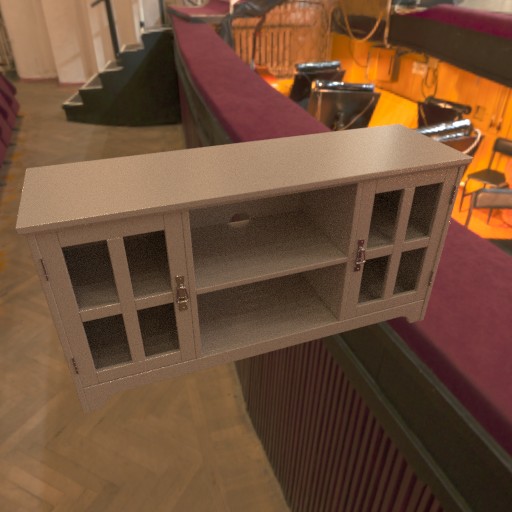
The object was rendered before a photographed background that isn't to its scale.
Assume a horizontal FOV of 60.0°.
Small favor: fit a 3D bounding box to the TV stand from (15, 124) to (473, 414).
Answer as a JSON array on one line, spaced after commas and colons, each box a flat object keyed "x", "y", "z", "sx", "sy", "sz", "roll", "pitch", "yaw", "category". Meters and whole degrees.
[{"x": 0.000, "y": 0.000, "z": 1.367, "sx": 1.167, "sy": 0.603, "sz": 0.344, "roll": -11, "pitch": 35, "yaw": -17, "category": "TV stand"}]
